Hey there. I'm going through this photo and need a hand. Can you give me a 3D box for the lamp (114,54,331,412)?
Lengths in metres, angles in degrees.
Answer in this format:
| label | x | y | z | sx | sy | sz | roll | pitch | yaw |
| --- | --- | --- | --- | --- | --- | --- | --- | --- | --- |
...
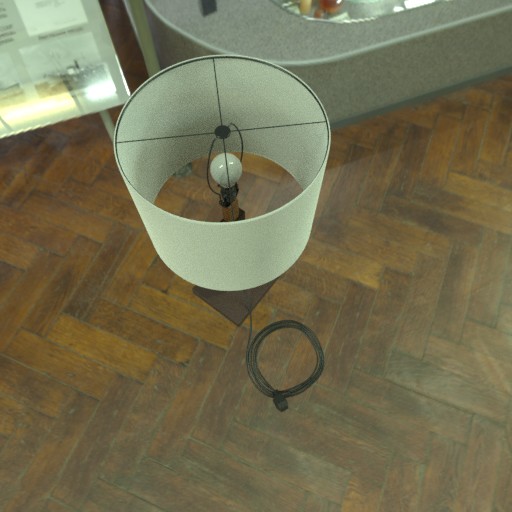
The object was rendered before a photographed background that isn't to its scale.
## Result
| label | x | y | z | sx | sy | sz | roll | pitch | yaw |
| --- | --- | --- | --- | --- | --- | --- | --- | --- | --- |
| lamp | 0.000 | 0.000 | 0.999 | 0.525 | 0.668 | 0.396 | 35 | 69 | 15 |
